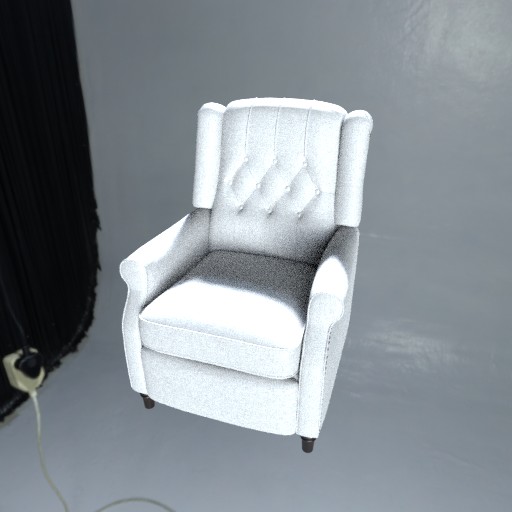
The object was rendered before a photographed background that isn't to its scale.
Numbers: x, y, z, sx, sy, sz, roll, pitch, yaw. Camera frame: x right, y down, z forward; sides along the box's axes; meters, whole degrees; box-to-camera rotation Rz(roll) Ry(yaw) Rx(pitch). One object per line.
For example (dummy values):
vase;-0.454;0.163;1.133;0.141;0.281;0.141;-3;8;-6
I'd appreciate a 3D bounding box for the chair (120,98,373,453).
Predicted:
chair;0.000;0.000;1.652;0.742;1.035;0.902;9;28;16
